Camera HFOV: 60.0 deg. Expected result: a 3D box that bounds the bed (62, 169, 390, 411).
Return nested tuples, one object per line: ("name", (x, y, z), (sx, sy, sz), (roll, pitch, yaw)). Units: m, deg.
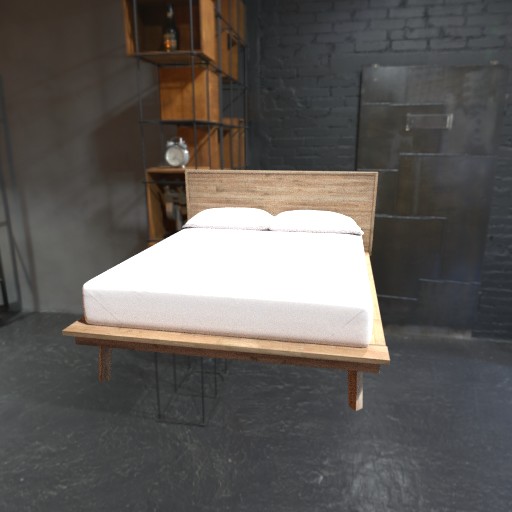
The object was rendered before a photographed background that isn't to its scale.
("bed", (0.000, 0.000, 3.181), (1.759, 1.071, 2.145), (3, 15, 11))
